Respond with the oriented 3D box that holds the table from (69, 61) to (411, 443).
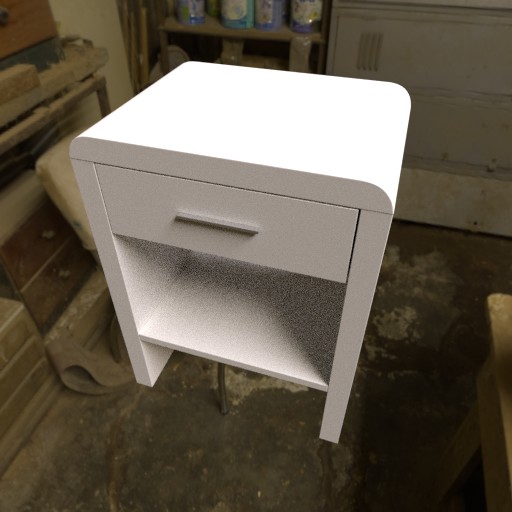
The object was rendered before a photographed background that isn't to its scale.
[{"bbox_3d":[0.000,0.000,0.862,0.450,0.590,0.350,12,42,14],"label":"table"}]
